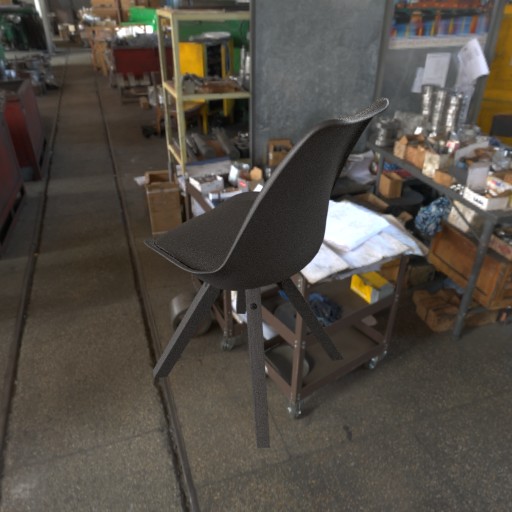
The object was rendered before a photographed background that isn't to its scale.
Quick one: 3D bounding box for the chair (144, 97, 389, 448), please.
[{"bbox_3d":[0.000,0.000,1.204,0.550,0.850,0.485,21,37,31],"label":"chair"}]
